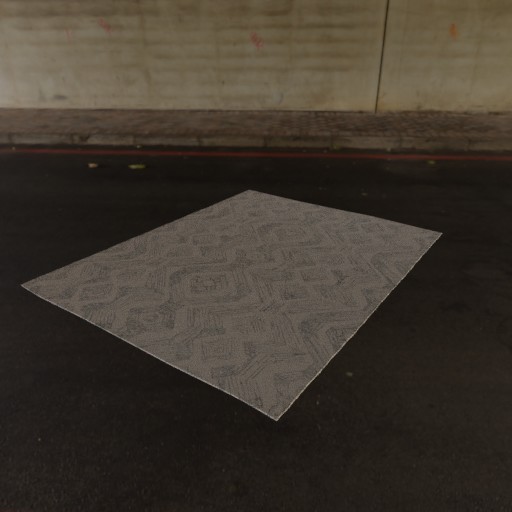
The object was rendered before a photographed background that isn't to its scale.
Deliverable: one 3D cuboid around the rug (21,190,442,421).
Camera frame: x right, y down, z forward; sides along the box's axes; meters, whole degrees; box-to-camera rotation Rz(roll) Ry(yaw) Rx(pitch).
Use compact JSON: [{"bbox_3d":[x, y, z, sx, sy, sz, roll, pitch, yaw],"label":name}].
[{"bbox_3d":[0.000,0.000,3.993,2.430,0.030,3.054,18,31,32],"label":"rug"}]
